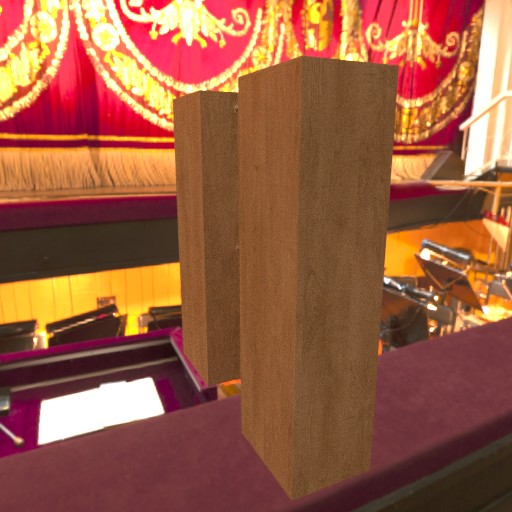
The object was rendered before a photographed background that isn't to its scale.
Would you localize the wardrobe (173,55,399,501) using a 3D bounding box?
[{"bbox_3d":[0.000,0.000,2.782,0.480,2.000,1.770,-7,15,-25],"label":"wardrobe"}]
